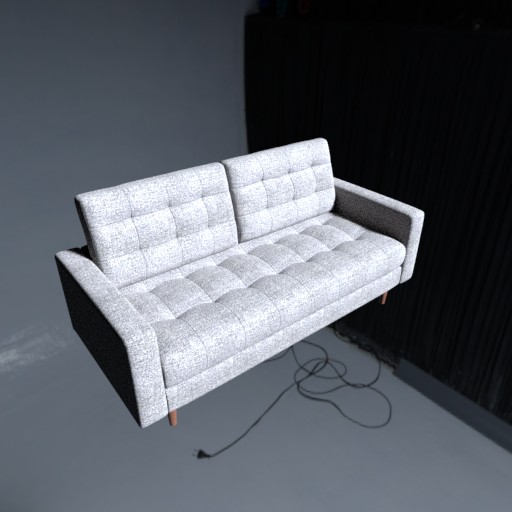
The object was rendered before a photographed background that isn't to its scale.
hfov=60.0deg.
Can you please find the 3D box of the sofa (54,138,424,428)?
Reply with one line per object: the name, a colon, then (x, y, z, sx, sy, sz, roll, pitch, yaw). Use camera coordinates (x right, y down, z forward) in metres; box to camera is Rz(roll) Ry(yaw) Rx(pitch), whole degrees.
sofa: (0.000, 0.000, 2.398, 1.821, 0.902, 0.863, -22, 36, -32)
